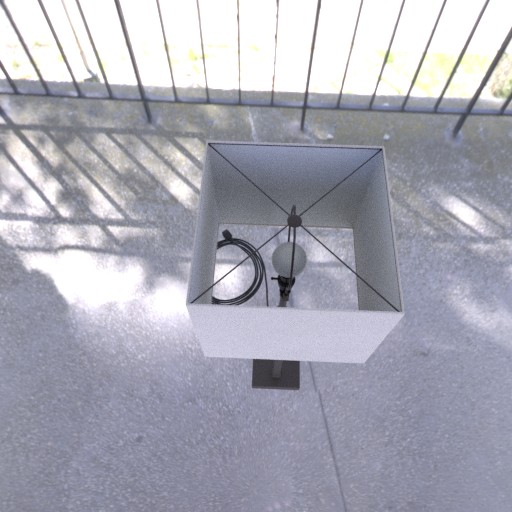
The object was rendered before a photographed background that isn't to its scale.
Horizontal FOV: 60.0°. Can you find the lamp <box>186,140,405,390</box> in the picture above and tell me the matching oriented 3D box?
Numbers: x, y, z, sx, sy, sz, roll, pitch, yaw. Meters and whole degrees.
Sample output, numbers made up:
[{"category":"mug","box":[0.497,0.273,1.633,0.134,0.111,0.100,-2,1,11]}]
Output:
[{"category":"lamp","box":[0.000,0.000,0.974,0.399,0.660,0.504,2,62,1]}]
